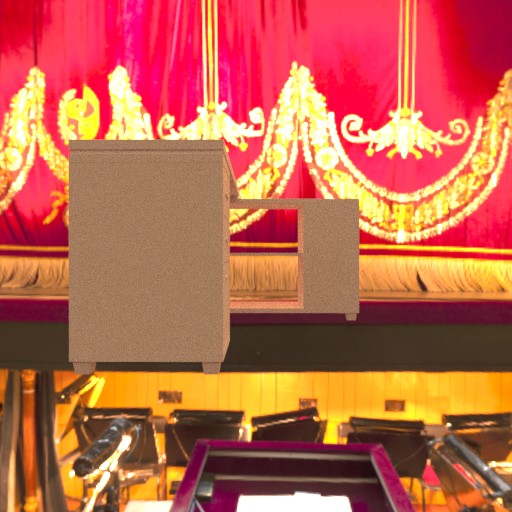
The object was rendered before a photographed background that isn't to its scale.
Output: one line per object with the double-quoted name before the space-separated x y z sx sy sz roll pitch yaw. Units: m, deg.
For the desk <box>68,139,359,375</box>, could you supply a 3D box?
"desk" 0.000 0.000 2.185 1.199 0.759 1.524 0 0 0
